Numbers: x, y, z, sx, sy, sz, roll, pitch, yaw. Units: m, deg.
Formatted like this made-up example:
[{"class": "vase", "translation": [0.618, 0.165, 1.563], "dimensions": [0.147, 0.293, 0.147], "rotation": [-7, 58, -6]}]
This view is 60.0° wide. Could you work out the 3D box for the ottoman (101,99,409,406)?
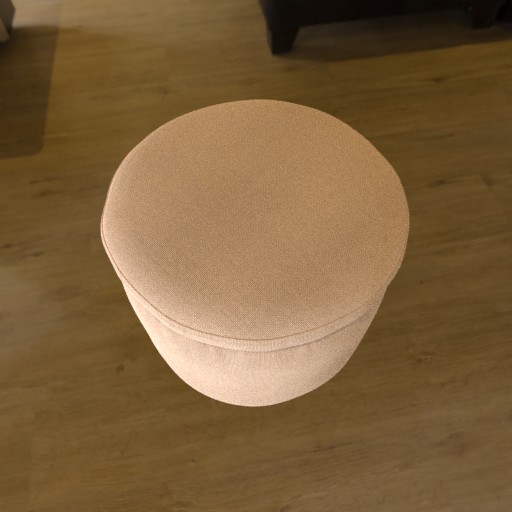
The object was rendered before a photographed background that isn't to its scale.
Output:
[{"class": "ottoman", "translation": [0.000, 0.000, 0.866], "dimensions": [0.497, 0.409, 0.497], "rotation": [0, 58, 0]}]
